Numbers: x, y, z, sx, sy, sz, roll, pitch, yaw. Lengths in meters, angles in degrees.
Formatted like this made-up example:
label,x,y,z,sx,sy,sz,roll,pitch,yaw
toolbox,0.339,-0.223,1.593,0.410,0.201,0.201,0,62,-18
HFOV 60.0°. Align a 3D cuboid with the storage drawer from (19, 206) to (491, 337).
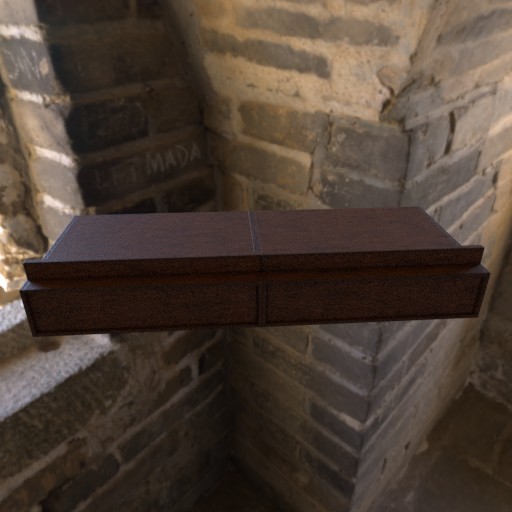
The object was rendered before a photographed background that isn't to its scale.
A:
label,x,y,z,sx,sy,sz,roll,pitch,yaw
storage drawer,0.000,0.000,2.177,1.914,0.339,0.774,-2,28,-4
